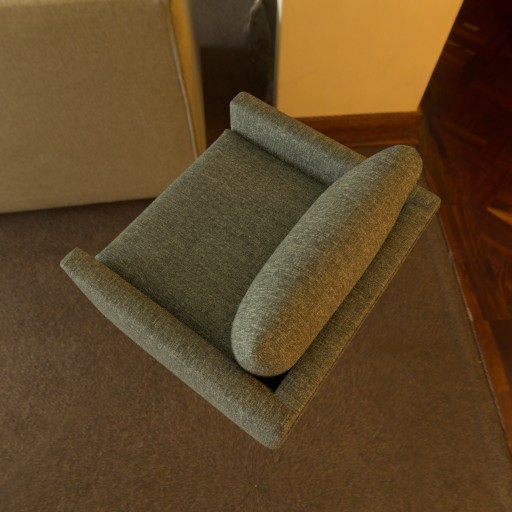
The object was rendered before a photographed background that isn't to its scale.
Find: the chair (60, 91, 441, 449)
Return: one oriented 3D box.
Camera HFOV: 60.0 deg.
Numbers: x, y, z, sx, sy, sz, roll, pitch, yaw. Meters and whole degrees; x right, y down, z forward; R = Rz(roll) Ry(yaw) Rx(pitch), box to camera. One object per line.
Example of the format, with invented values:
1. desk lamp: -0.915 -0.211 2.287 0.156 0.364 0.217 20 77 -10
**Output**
1. chair: 0.000 0.000 1.586 0.866 0.861 0.963 34 67 16
